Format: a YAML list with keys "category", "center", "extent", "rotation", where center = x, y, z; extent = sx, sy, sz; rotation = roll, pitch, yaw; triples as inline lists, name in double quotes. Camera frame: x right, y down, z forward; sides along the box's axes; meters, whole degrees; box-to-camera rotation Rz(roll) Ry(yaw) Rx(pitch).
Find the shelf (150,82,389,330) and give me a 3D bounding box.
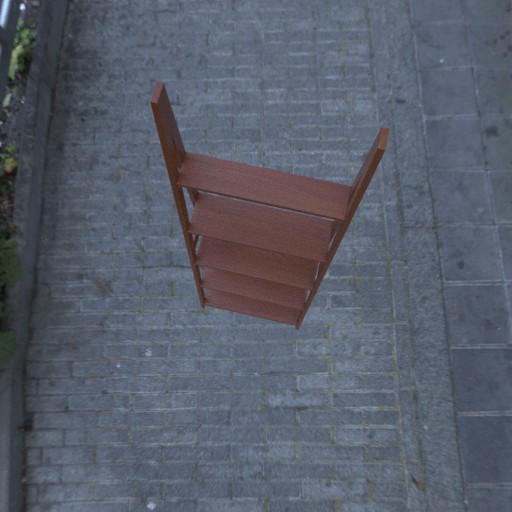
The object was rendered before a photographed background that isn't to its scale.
- category: "shelf"
  center: [0.000, 0.000, 1.976]
  extent: [0.630, 1.780, 0.356]
  rotation: [13, 75, 3]
